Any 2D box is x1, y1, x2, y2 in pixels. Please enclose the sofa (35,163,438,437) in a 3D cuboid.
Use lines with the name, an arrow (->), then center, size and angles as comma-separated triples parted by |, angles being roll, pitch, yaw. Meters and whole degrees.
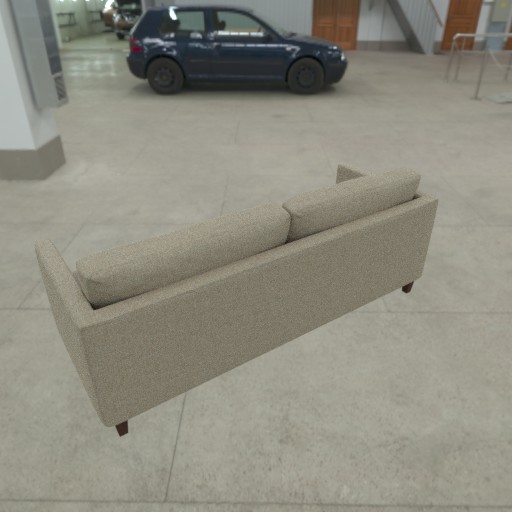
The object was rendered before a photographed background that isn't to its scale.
sofa -> 0.000, 0.000, 2.885 | 2.434, 0.965, 0.951 | -19, 35, -29
